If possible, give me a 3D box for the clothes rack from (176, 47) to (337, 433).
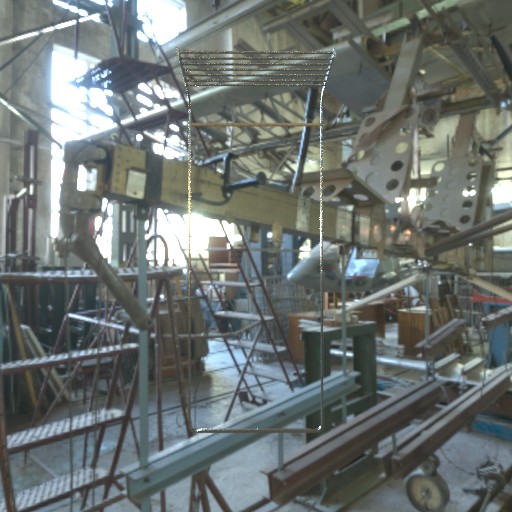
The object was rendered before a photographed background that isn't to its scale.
[{"bbox_3d":[0.000,0.000,1.836,0.609,1.574,0.349,0,-1,0],"label":"clothes rack"}]
